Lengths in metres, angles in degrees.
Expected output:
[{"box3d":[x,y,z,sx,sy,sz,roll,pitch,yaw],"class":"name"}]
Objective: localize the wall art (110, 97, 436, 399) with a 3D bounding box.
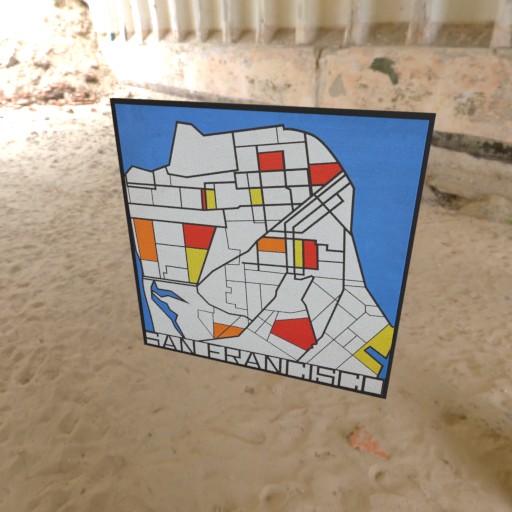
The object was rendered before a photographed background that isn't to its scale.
[{"box3d":[0.000,0.000,1.018,0.664,0.663,0.015,9,28,16],"class":"wall art"}]
